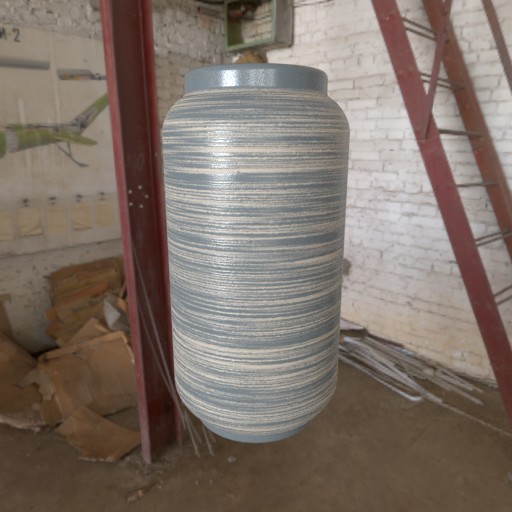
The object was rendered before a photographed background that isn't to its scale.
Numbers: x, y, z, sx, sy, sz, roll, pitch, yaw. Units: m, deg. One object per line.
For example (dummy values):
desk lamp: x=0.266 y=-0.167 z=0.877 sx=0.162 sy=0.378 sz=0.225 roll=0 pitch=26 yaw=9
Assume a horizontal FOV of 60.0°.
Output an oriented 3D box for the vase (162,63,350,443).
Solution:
vase: x=0.000 y=0.000 z=0.300 sx=0.116 sy=0.230 sz=0.116 roll=0 pitch=15 yaw=0
